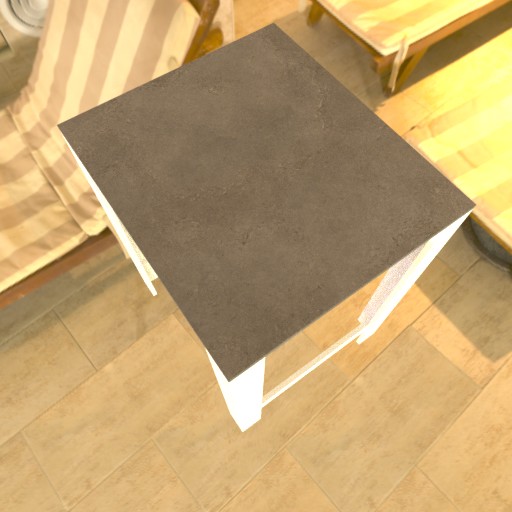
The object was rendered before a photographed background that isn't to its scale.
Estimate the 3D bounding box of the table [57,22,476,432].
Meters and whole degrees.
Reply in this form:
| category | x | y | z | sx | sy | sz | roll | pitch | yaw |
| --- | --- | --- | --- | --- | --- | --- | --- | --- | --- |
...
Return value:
| category | x | y | z | sx | sy | sz | roll | pitch | yaw |
| --- | --- | --- | --- | --- | --- | --- | --- | --- | --- |
| table | 0.000 | 0.000 | 1.549 | 0.700 | 1.020 | 0.800 | -32 | 68 | -15 |
